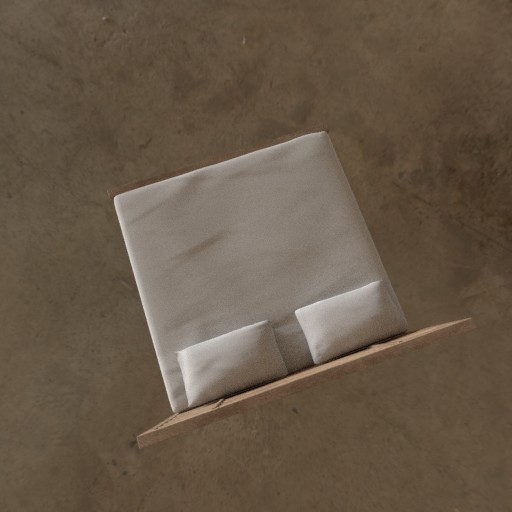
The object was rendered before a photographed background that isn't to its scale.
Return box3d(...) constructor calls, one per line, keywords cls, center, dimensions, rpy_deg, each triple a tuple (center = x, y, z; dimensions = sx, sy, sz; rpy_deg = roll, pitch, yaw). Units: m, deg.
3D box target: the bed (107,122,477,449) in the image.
box3d(cls="bed", center=(0.000, 0.000, 3.513), dimensions=(2.032, 1.626, 2.032), rpy_deg=(-18, 77, -4))
